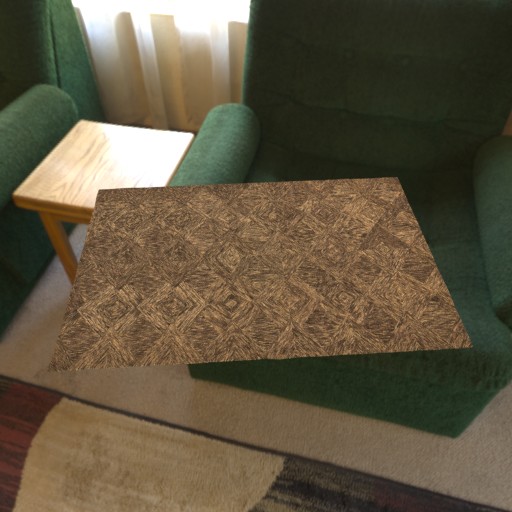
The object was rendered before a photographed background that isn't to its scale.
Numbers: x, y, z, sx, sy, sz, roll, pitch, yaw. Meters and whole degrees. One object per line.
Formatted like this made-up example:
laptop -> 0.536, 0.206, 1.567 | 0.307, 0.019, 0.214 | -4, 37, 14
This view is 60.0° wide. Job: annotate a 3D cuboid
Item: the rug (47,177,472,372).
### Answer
rug -> 0.000, 0.000, 2.272 | 1.808, 0.011, 1.189 | -3, 48, -2
